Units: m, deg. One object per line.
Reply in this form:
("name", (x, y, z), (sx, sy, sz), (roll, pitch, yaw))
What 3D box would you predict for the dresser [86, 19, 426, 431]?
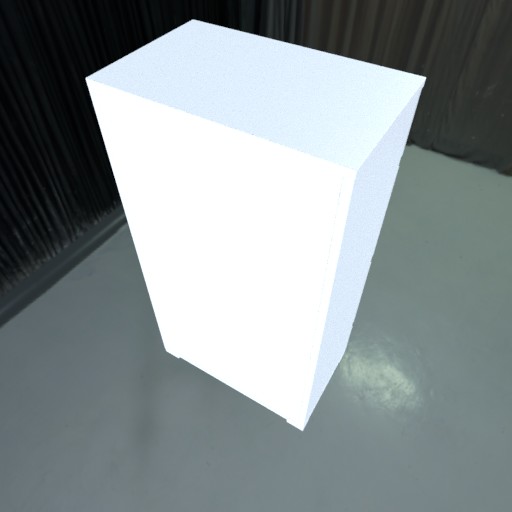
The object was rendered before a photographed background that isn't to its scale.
("dresser", (0.000, 0.000, 1.433), (0.650, 1.190, 0.400), (24, 52, 20))
